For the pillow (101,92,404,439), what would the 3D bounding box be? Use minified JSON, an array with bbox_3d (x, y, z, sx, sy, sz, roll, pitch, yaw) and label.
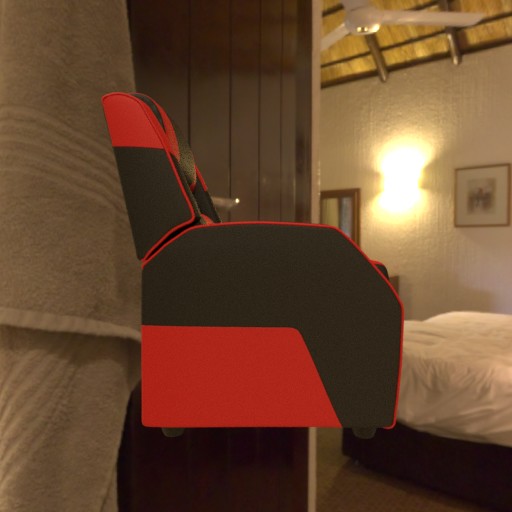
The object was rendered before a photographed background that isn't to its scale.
[{"bbox_3d":[0.000,0.000,1.269,0.672,0.805,0.620,0,1,1],"label":"pillow"}]
